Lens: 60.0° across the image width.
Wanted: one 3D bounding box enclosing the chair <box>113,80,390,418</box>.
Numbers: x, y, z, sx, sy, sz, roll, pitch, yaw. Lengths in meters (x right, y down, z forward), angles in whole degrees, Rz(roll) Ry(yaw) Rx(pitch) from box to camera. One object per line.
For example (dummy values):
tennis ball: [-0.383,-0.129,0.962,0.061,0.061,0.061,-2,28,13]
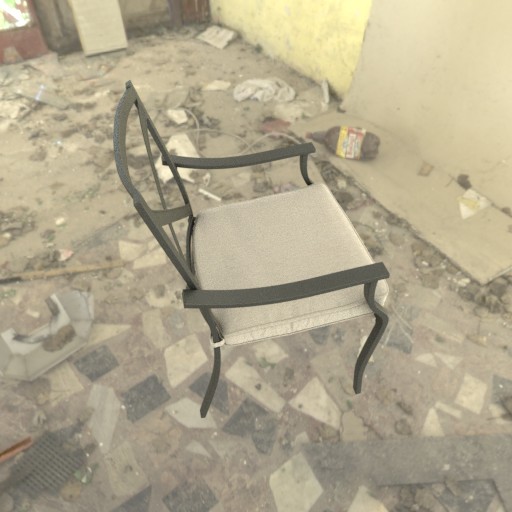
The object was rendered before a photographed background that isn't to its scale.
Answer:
chair: [0.000,0.000,1.293,0.620,0.889,0.575,-10,47,-9]
